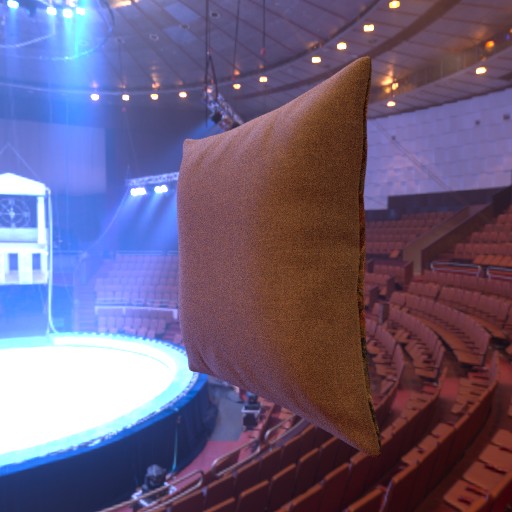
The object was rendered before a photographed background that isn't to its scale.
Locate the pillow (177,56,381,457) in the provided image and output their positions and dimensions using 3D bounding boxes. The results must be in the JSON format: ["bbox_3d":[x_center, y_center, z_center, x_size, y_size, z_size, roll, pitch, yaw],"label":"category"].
[{"bbox_3d":[0.000,0.000,0.764,0.166,0.506,0.523,0,0,-35],"label":"pillow"}]
